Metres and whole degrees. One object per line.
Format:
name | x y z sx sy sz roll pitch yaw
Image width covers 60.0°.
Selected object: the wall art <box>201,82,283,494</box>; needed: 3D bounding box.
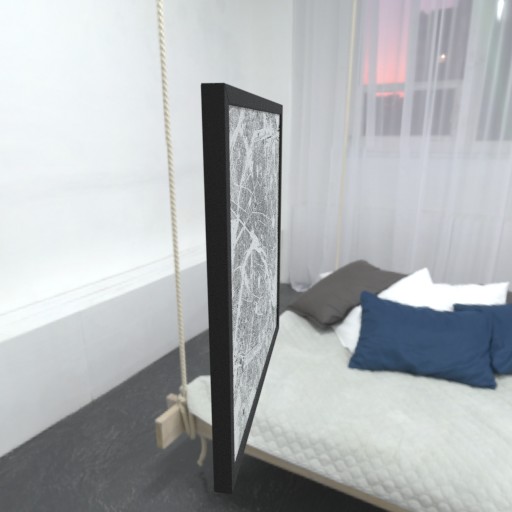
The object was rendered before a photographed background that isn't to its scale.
wall art | 0.000 0.000 1.133 0.037 0.763 0.763 3 17 9
